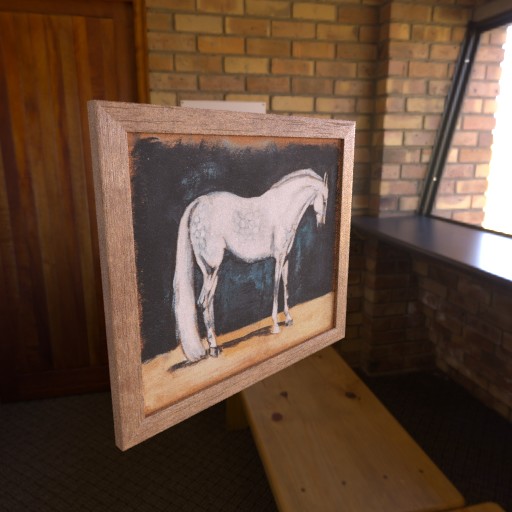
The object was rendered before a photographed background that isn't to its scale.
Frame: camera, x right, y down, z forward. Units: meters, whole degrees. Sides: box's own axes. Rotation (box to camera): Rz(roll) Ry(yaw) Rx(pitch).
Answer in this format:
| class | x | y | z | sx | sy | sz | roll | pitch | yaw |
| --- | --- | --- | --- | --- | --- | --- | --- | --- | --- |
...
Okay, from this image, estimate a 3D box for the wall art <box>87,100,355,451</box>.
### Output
| class | x | y | z | sx | sy | sz | roll | pitch | yaw |
| --- | --- | --- | --- | --- | --- | --- | --- | --- | --- |
| wall art | 0.000 | 0.000 | 0.959 | 0.026 | 0.588 | 0.690 | 13 | 19 | 43 |
